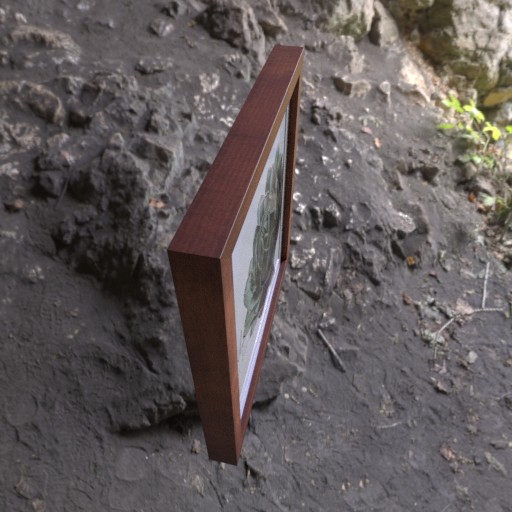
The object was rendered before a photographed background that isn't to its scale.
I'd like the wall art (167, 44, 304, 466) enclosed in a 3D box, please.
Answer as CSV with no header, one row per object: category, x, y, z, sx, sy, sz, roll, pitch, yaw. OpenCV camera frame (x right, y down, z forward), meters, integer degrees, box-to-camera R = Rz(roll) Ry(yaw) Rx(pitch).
wall art,0.000,0.000,0.573,0.038,0.385,0.386,9,46,9
